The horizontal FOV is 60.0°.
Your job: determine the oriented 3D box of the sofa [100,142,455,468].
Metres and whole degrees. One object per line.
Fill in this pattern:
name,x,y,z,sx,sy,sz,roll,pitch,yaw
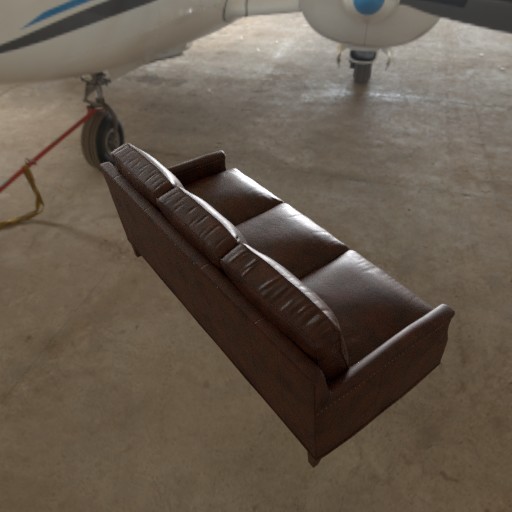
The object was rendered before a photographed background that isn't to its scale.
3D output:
sofa,0.000,0.000,2.827,1.084,1.003,2.240,-26,47,-27
